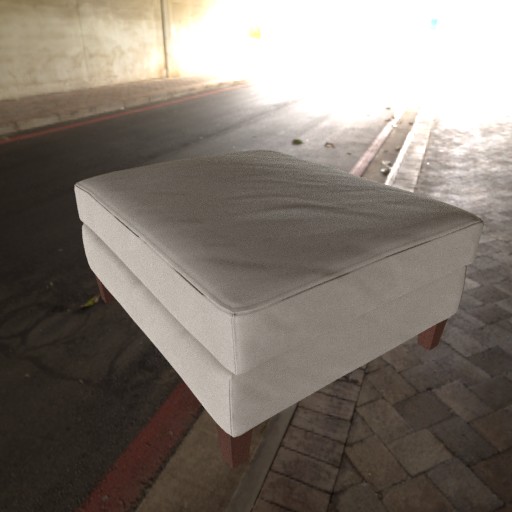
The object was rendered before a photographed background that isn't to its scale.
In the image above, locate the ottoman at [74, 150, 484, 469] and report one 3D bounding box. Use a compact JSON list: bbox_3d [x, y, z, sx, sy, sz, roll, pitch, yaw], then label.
[{"bbox_3d":[0.000,0.000,1.413,0.836,0.492,1.002,-18,31,-31],"label":"ottoman"}]
